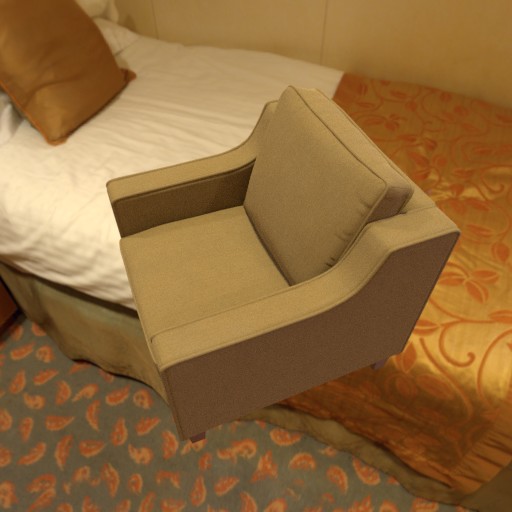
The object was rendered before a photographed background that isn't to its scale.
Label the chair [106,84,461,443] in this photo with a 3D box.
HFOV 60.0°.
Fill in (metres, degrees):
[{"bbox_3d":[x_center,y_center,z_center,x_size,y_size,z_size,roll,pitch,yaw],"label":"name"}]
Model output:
[{"bbox_3d":[0.000,0.000,1.619,0.909,0.960,0.831,-17,50,-15],"label":"chair"}]
